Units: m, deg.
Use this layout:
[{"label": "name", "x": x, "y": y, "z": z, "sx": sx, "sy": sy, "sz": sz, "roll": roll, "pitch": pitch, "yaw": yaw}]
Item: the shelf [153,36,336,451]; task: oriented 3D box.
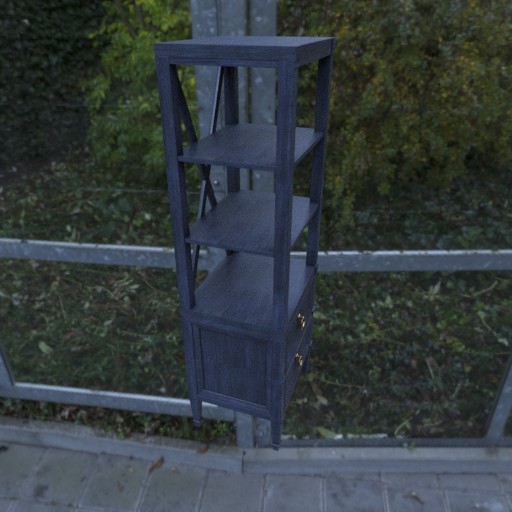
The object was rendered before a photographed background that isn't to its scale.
[{"label": "shelf", "x": 0.000, "y": 0.000, "z": 1.970, "sx": 0.472, "sy": 1.727, "sz": 0.584, "roll": 10, "pitch": 30, "yaw": 17}]
